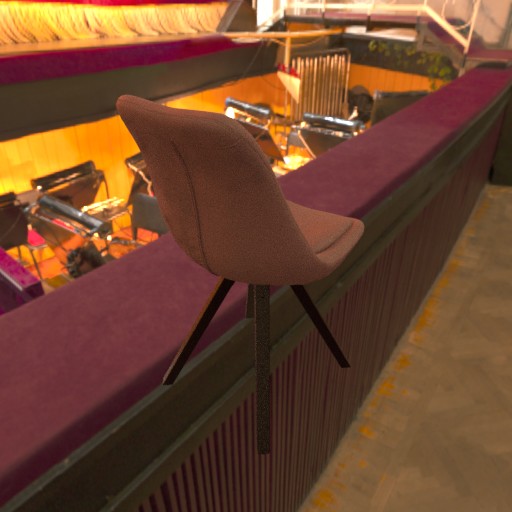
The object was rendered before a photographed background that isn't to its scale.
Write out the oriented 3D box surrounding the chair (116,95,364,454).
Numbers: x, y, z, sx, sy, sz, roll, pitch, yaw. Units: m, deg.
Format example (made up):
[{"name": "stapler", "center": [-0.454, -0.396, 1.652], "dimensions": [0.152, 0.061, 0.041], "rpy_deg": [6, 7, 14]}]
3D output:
[{"name": "chair", "center": [0.000, 0.000, 1.182], "dimensions": [0.483, 0.865, 0.547], "rpy_deg": [23, 37, 33]}]
